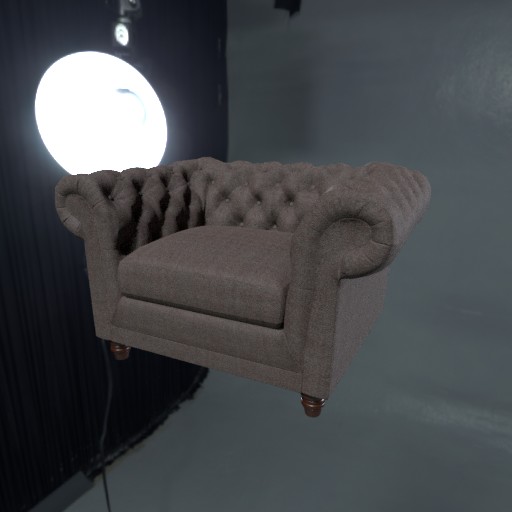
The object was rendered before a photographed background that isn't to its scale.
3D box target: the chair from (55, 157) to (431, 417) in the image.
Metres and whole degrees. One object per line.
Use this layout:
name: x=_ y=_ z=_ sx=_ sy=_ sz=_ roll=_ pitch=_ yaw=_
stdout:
chair: x=0.000 y=0.000 z=1.886 sx=1.298 sy=0.780 sz=0.945 roll=8 pitch=17 yaw=26
